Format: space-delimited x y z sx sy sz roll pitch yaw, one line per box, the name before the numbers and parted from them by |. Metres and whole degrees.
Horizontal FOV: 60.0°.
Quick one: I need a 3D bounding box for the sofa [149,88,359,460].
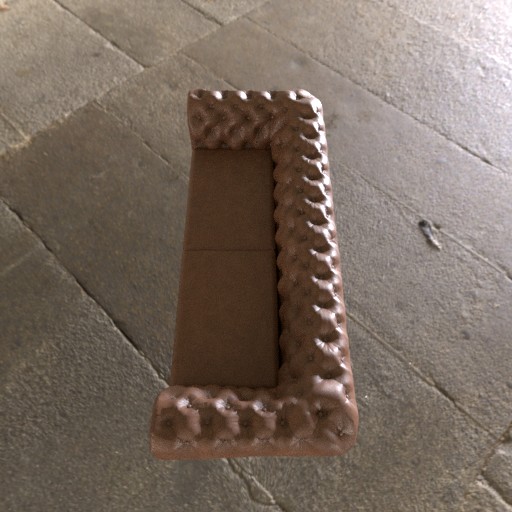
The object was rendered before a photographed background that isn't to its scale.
sofa | 0.000 0.000 2.783 0.944 0.783 2.385 0 59 0
